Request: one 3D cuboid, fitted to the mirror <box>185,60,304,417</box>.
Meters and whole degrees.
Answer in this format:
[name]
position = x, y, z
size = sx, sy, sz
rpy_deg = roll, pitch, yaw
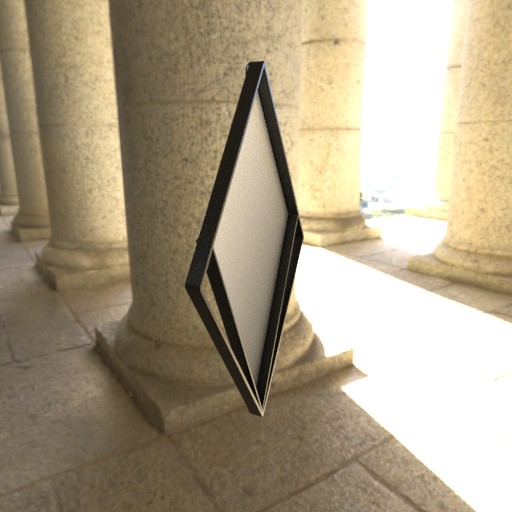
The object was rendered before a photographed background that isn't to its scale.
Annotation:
[mirror]
position = 0.000, 0.000, 0.834
size = 0.032, 0.679, 0.419
rpy_deg = 7, 16, 26
